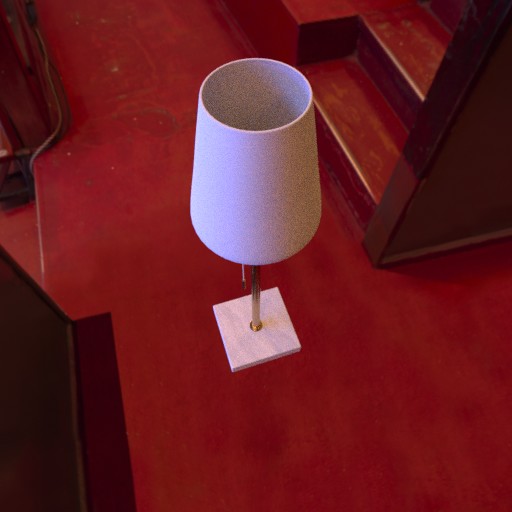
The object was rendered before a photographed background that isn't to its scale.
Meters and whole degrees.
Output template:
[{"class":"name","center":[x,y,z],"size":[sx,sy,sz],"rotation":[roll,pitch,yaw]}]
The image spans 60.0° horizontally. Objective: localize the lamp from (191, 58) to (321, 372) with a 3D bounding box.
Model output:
[{"class":"lamp","center":[0.000,0.000,0.726],"size":[0.181,0.639,0.181],"rotation":[-16,60,-9]}]
